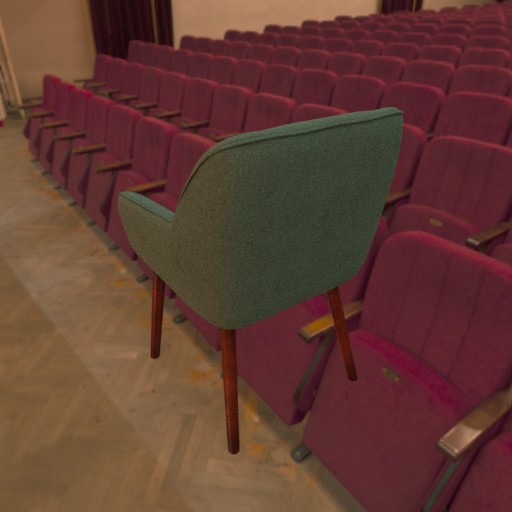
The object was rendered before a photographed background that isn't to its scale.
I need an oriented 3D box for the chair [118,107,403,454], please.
[{"bbox_3d":[0.000,0.000,1.180,0.543,0.803,0.519,-19,35,-30],"label":"chair"}]
